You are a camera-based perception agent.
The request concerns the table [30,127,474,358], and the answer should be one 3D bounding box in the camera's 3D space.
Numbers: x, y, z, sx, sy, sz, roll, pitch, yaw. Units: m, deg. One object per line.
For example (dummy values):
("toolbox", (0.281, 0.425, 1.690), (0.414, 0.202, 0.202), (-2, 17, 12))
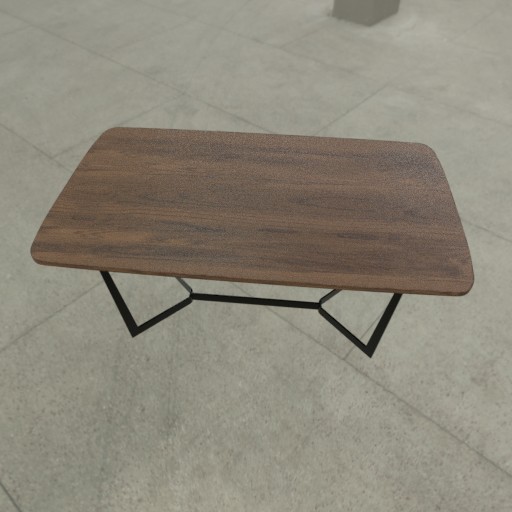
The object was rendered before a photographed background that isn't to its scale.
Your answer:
("table", (0.000, 0.000, 2.145), (1.643, 0.765, 0.949), (4, 47, 4))
